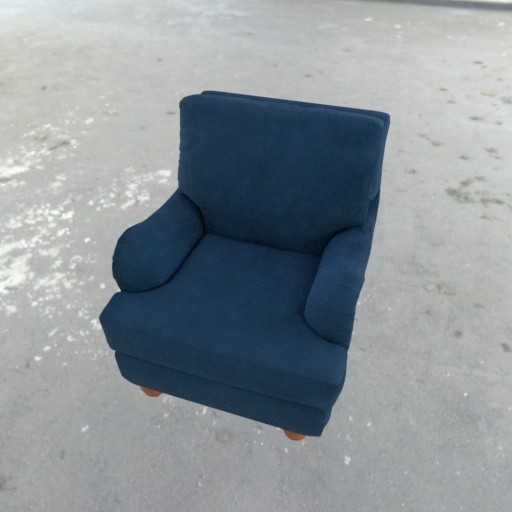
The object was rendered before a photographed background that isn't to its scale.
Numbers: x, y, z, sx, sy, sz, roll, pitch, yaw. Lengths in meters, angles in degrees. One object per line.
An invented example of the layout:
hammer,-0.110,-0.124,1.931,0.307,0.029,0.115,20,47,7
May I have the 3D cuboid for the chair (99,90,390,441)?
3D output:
chair,0.000,0.000,1.831,0.895,1.076,1.078,12,43,13
